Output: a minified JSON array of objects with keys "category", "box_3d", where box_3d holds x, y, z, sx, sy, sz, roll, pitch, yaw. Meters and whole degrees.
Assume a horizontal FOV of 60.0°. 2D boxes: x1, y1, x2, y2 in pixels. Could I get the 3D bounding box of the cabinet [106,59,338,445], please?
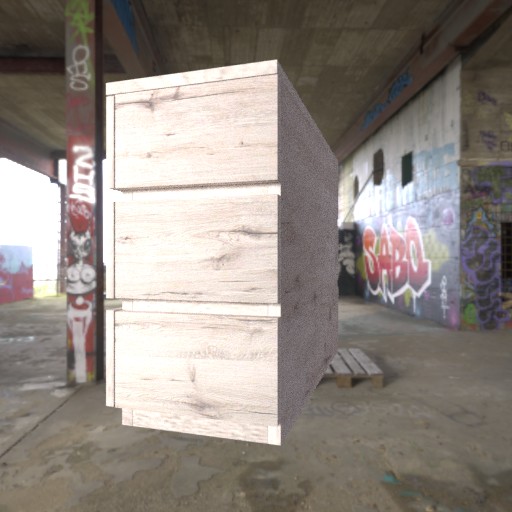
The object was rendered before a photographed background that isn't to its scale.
[{"category":"cabinet","box_3d":[0.000,0.000,1.485,0.420,0.820,1.040,0,0,17]}]
